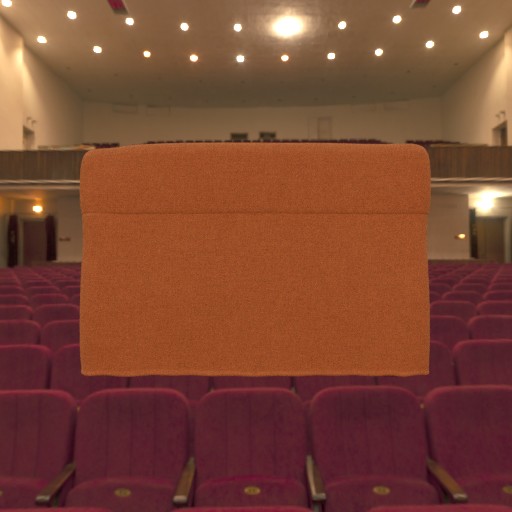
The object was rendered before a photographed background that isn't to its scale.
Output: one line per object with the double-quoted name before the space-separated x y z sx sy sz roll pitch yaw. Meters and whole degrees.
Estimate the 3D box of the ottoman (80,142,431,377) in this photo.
"ottoman" 0.000 0.000 1.204 0.650 0.485 0.833 0 -1 0
